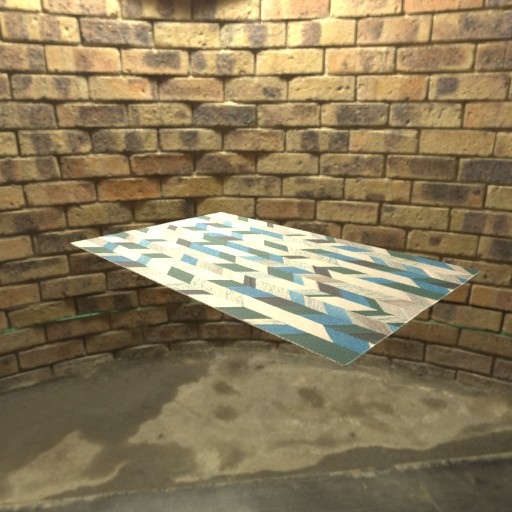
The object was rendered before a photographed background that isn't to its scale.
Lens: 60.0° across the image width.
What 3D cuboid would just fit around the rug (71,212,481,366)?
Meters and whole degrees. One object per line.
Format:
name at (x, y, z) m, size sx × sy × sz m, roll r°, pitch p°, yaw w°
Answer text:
rug at (0.000, 0.000, 3.027) m, size 2.433 × 0.007 × 1.507 m, roll 17°, pitch 24°, yaw 42°
